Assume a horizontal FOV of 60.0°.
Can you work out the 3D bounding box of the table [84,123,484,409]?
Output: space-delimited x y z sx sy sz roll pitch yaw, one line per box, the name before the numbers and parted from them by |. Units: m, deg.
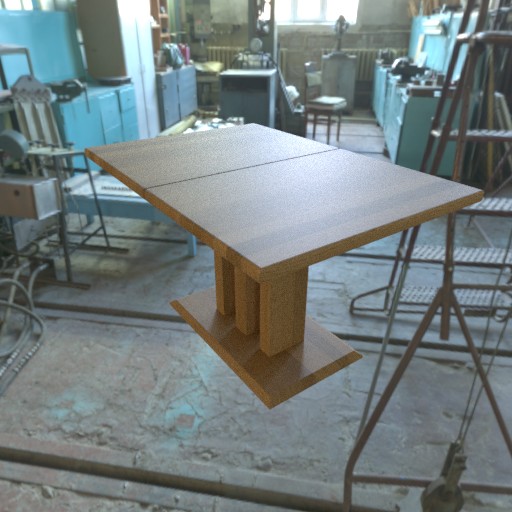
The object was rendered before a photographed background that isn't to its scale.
table | 0.000 0.000 1.850 0.900 0.770 1.300 -18 33 -31
